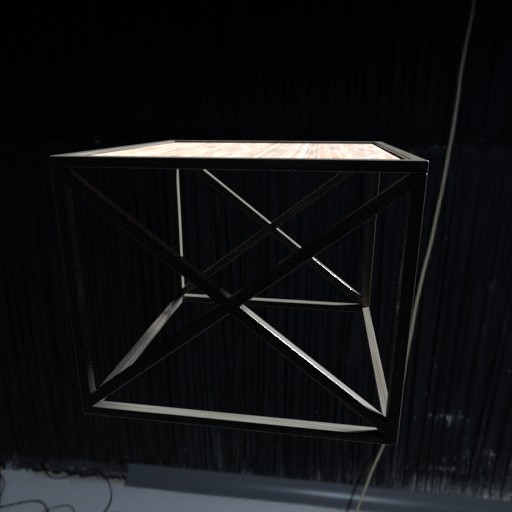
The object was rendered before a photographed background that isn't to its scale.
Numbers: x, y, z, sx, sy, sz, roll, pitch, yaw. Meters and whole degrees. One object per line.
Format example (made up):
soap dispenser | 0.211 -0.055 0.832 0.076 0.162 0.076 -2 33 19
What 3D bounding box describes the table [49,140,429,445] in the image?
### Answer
table | 0.000 0.000 1.061 0.611 0.507 0.609 3 17 8
